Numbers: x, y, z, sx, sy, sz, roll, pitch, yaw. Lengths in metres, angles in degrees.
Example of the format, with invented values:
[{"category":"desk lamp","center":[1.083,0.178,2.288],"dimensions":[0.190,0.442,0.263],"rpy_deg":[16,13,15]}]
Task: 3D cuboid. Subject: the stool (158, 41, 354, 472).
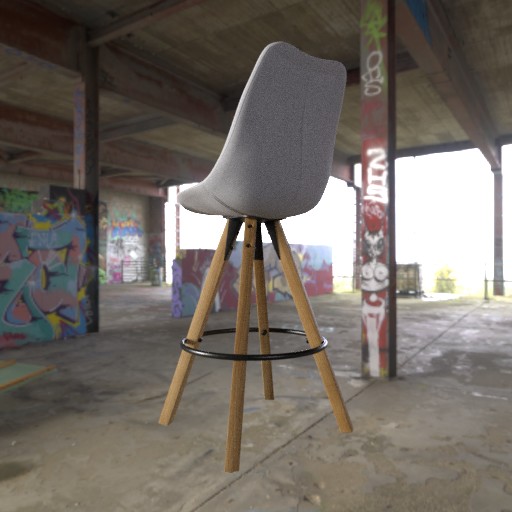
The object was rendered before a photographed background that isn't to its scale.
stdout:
[{"category":"stool","center":[0.000,0.000,1.428],"dimensions":[0.484,1.115,0.550],"rpy_deg":[0,0,-36]}]
